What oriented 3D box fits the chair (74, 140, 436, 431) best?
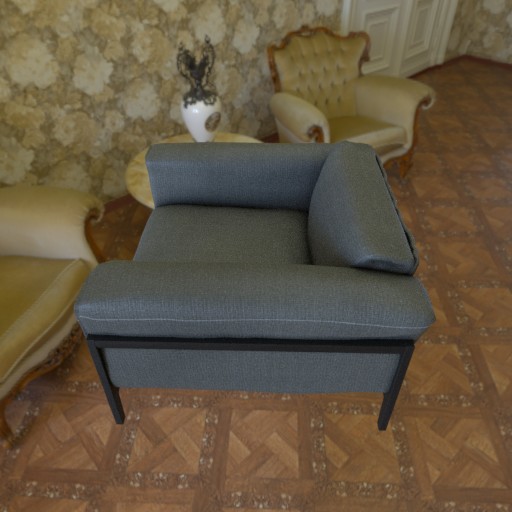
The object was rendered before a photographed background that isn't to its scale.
[{"bbox_3d":[0.000,0.000,1.683,0.969,0.646,1.056,1,39,1],"label":"chair"}]
